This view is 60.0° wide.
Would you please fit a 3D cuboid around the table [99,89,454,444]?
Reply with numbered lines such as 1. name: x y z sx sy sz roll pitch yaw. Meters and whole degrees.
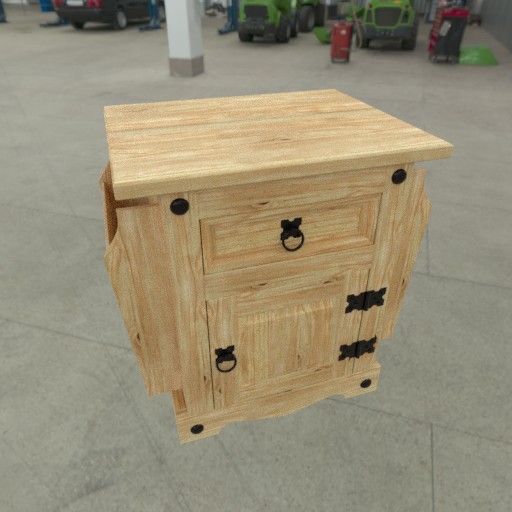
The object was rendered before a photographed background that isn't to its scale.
1. table: 0.000 0.000 0.860 0.530 0.515 0.380 -10 34 -15
